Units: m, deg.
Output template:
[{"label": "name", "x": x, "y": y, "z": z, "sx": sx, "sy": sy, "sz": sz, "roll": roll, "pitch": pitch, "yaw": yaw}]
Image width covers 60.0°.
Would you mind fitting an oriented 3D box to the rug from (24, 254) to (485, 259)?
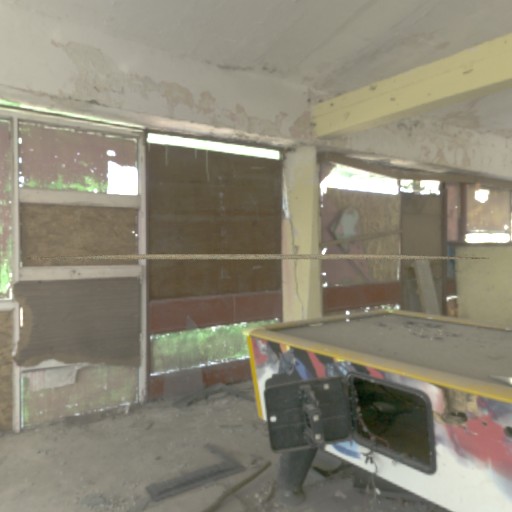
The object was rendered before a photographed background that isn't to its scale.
[{"label": "rug", "x": 0.000, "y": 0.000, "z": 3.492, "sx": 2.651, "sy": 0.010, "sz": 1.971, "roll": 0, "pitch": 1, "yaw": -1}]
